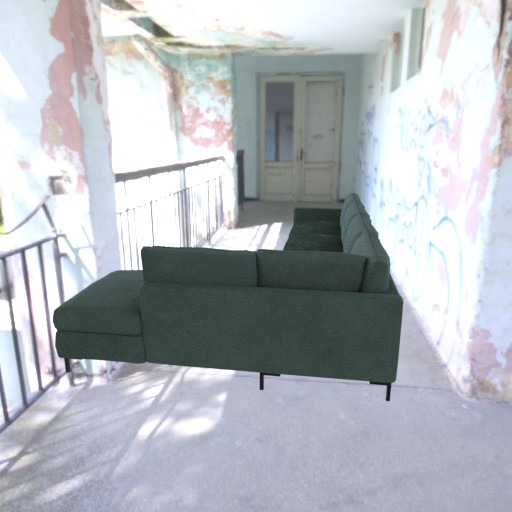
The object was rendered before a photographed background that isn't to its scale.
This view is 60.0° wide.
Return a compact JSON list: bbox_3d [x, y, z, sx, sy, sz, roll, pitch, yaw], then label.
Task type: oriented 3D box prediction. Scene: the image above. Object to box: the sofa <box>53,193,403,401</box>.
[{"bbox_3d":[0.000,0.000,3.258,1.707,0.687,2.486,2,16,9],"label":"sofa"}]
